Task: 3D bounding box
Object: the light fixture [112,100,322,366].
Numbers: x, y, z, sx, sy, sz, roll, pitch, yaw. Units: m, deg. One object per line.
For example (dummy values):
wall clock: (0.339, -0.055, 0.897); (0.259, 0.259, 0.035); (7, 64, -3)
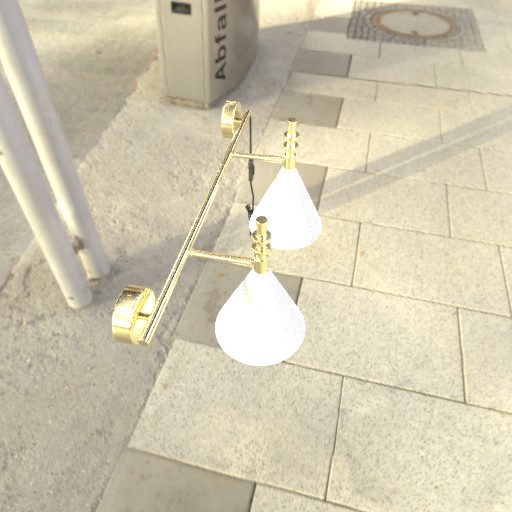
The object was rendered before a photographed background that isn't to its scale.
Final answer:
light fixture: (0.000, 0.000, 0.878); (0.239, 0.468, 0.642); (9, 47, 8)
